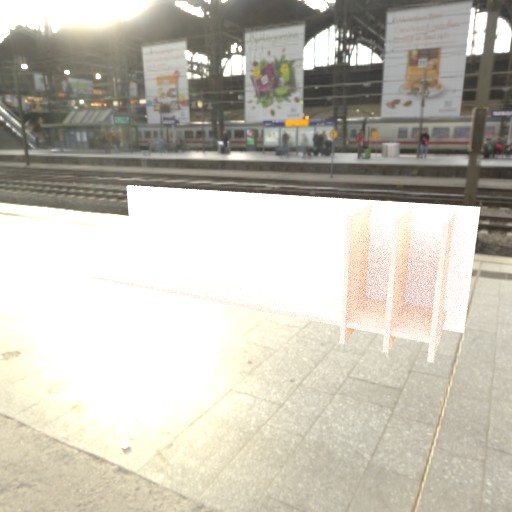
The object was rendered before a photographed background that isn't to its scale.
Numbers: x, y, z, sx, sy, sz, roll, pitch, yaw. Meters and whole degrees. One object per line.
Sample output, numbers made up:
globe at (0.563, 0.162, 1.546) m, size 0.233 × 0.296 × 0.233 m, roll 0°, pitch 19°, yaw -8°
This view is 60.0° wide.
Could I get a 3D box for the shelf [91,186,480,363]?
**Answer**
shelf at (0.000, 0.000, 1.163) m, size 1.020 × 0.300 × 0.200 m, roll 7°, pitch 17°, yaw 26°
